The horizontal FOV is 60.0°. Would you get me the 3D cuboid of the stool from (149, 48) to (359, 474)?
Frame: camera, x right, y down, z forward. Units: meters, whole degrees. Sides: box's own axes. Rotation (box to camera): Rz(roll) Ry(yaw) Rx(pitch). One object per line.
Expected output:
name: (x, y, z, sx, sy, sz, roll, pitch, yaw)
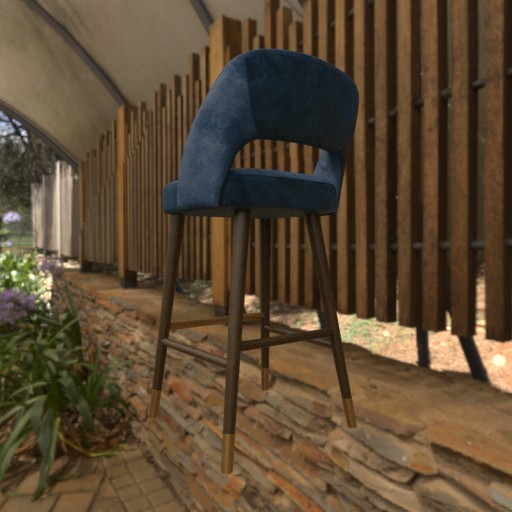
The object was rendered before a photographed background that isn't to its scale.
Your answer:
stool: (0.000, 0.000, 1.320, 0.514, 1.016, 0.515, -1, 2, -36)
